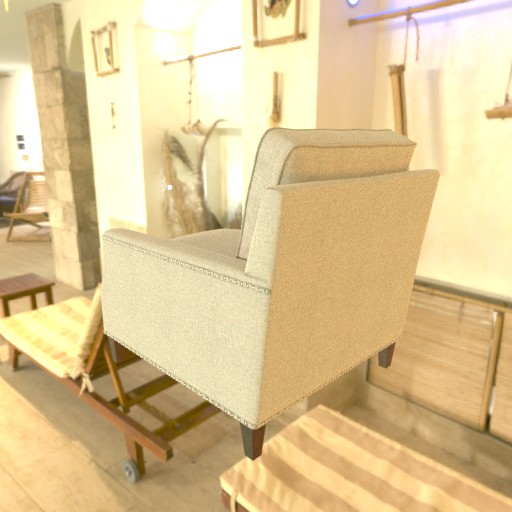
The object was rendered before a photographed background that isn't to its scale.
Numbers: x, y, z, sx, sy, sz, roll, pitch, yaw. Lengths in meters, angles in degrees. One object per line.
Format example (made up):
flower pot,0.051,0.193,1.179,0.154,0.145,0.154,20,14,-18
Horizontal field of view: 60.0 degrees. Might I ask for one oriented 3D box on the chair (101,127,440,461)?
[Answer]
chair,0.000,0.000,1.713,0.853,0.943,1.014,-14,21,-43
